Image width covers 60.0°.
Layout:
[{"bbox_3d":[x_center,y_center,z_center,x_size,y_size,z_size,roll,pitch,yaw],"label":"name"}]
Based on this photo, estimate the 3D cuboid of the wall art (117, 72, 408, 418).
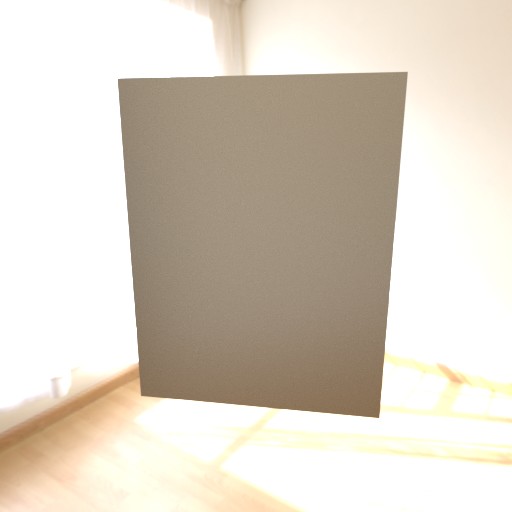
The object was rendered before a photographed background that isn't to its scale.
[{"bbox_3d":[0.000,0.000,1.379,0.816,1.046,0.030,2,15,9],"label":"wall art"}]
